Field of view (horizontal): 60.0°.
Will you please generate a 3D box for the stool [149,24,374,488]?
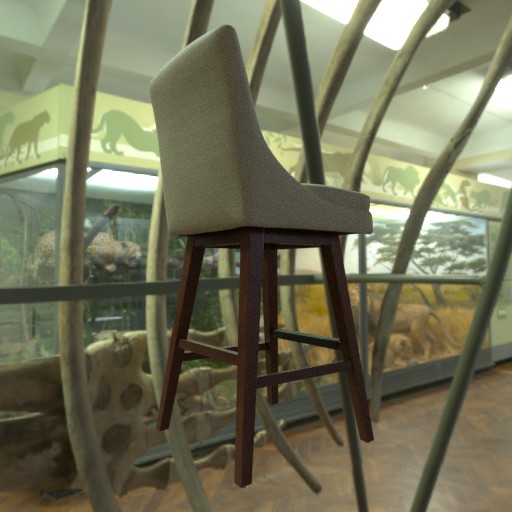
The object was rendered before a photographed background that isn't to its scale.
[{"bbox_3d":[0.000,0.000,1.352,0.559,1.097,0.470,1,-2,-37],"label":"stool"}]
